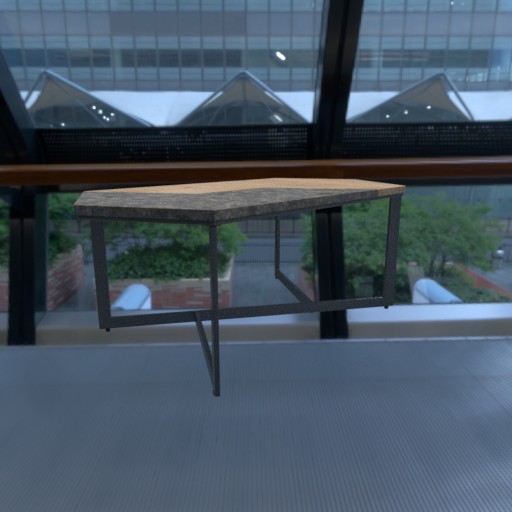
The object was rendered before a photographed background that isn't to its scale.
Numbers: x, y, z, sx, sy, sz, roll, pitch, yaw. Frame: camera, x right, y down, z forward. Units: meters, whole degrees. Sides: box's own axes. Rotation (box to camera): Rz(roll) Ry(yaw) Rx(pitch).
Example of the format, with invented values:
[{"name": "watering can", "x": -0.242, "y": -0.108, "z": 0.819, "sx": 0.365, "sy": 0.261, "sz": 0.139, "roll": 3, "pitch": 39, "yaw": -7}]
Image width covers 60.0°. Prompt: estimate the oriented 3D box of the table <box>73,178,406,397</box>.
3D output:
[{"name": "table", "x": 0.000, "y": 0.000, "z": 1.509, "sx": 0.609, "sy": 0.457, "sz": 1.219, "roll": 13, "pitch": 19, "yaw": 43}]
